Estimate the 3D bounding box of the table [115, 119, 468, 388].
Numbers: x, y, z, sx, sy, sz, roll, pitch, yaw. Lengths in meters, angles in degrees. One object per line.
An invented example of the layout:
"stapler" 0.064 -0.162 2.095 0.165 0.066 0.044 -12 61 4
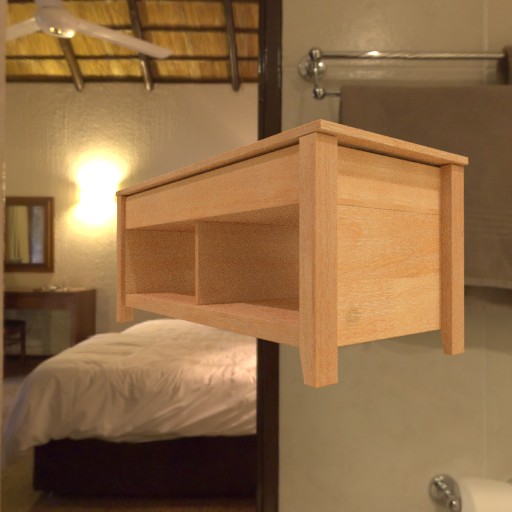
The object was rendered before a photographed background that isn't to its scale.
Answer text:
"table" 0.000 0.000 1.299 0.483 0.457 1.016 0 0 -37
